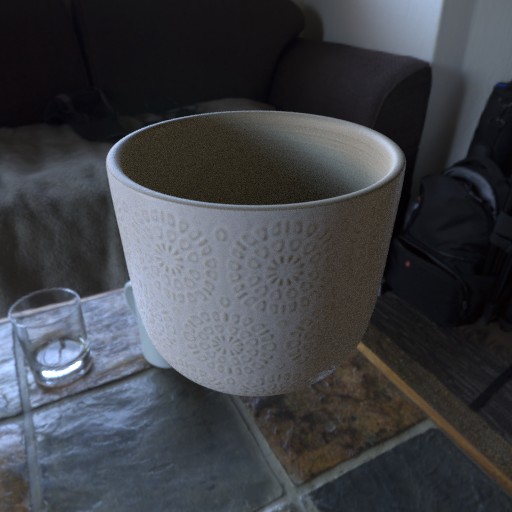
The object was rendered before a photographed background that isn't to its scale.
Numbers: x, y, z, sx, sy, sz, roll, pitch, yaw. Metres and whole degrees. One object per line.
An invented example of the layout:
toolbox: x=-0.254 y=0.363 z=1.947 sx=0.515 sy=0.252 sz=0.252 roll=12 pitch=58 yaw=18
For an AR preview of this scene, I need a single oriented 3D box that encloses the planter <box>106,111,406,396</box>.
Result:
planter: x=0.000 y=0.000 z=0.300 sx=0.170 sy=0.152 sz=0.170 roll=0 pitch=32 yaw=0
